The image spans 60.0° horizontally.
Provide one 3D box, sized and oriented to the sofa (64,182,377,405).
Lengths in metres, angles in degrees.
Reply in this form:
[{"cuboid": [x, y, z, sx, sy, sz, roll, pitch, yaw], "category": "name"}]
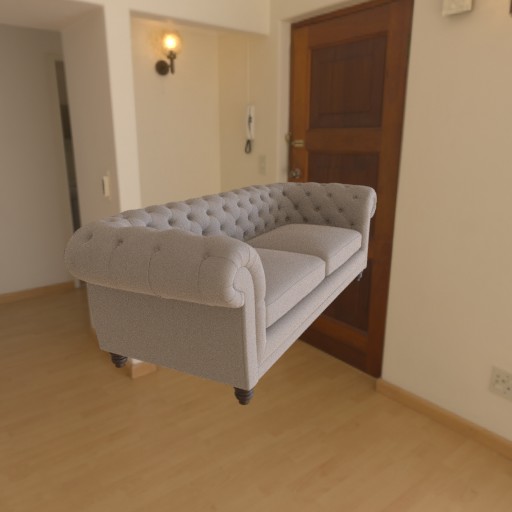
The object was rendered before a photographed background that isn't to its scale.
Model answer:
[{"cuboid": [0.000, 0.000, 2.794, 0.991, 0.749, 2.411, 7, 17, 26], "category": "sofa"}]
